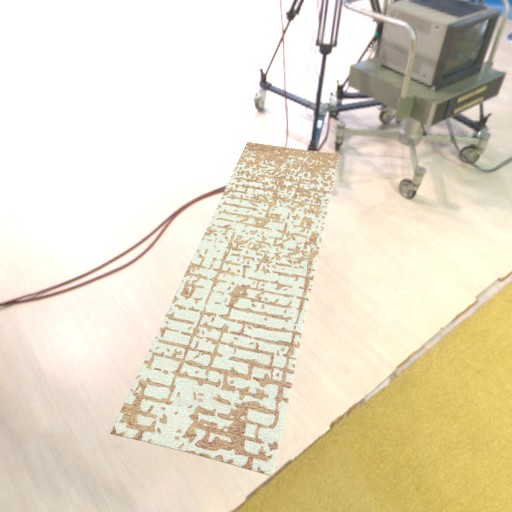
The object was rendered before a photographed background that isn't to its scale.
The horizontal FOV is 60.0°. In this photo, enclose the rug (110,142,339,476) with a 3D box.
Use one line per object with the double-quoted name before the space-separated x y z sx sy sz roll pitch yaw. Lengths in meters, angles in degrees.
"rug" 0.000 0.000 2.735 0.750 0.011 2.435 10 48 9
